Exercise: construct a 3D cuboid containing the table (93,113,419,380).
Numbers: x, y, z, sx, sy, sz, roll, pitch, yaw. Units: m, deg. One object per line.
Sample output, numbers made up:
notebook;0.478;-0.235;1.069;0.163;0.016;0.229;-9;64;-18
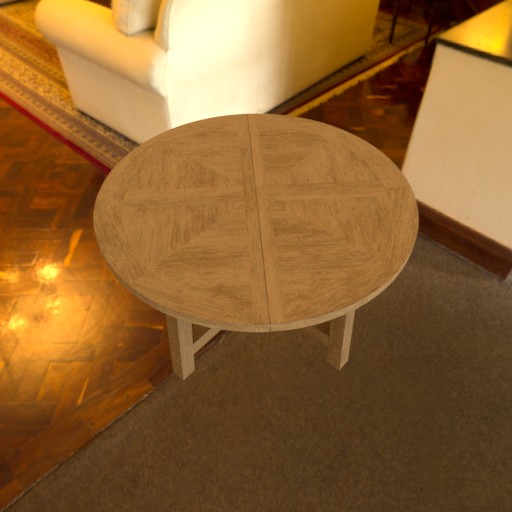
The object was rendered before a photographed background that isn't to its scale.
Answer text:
table;0.000;0.000;2.128;1.319;0.762;1.319;0;47;0
